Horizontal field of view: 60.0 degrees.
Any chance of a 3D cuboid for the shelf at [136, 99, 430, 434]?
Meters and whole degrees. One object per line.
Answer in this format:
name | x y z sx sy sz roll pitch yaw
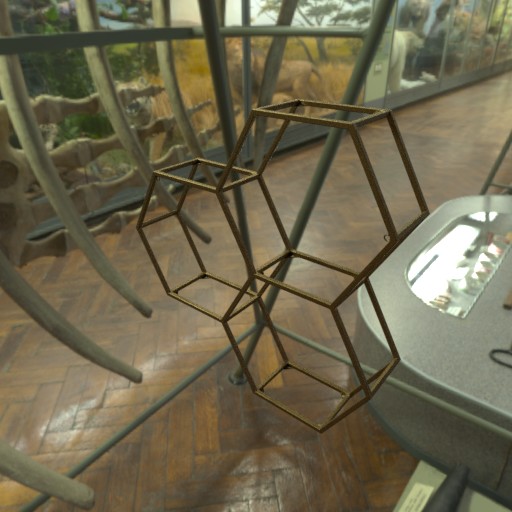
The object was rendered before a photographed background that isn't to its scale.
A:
shelf | 0.000 0.000 1.049 0.708 0.701 0.150 21 34 33
